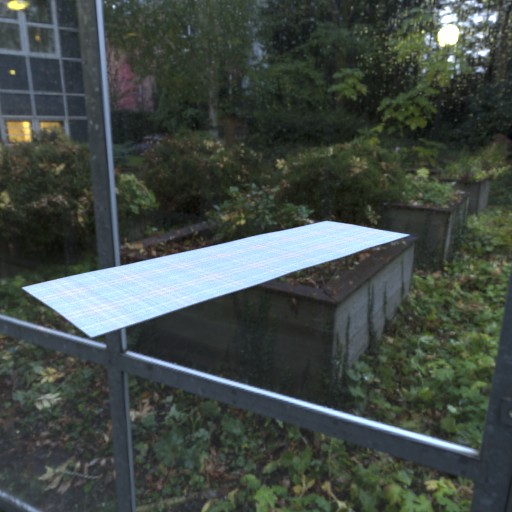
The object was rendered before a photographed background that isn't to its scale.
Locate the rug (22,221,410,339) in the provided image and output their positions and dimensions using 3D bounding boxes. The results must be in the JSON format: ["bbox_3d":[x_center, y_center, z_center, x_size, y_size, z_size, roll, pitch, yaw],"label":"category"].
[{"bbox_3d":[0.000,0.000,2.710,2.439,0.013,0.762,-15,21,-42],"label":"rug"}]
